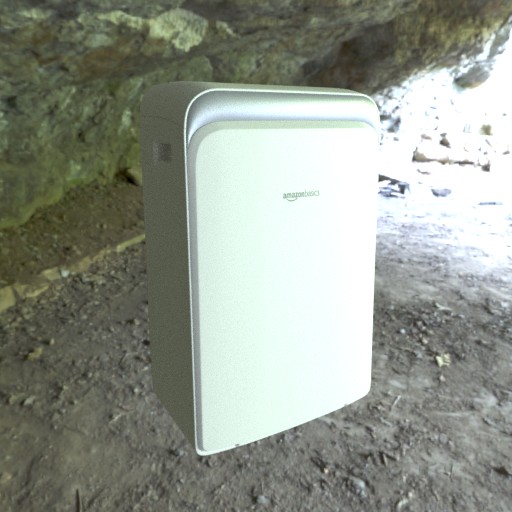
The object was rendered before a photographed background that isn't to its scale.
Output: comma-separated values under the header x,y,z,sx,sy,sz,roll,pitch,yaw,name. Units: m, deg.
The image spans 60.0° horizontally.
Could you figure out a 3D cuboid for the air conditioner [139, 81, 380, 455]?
x,y,z,sx,sy,sz,roll,pitch,yaw,name
0.000,0.000,0.960,0.454,0.700,0.365,-9,19,-28,air conditioner
